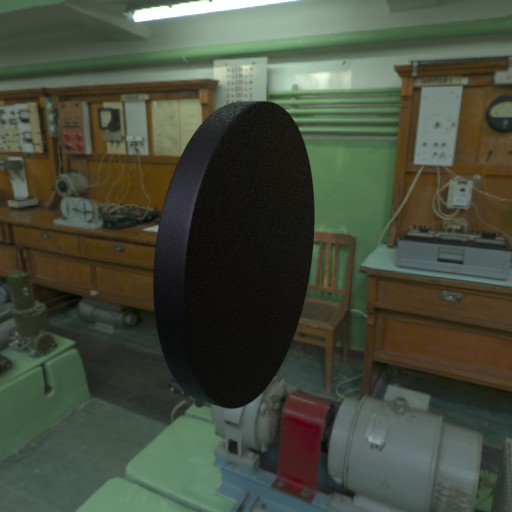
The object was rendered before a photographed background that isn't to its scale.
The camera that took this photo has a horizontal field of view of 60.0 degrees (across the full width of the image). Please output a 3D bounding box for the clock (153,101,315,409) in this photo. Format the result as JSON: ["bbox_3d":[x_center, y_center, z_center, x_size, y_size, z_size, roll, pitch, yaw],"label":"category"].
[{"bbox_3d":[0.000,0.000,0.475,0.029,0.314,0.314,7,18,24],"label":"clock"}]
